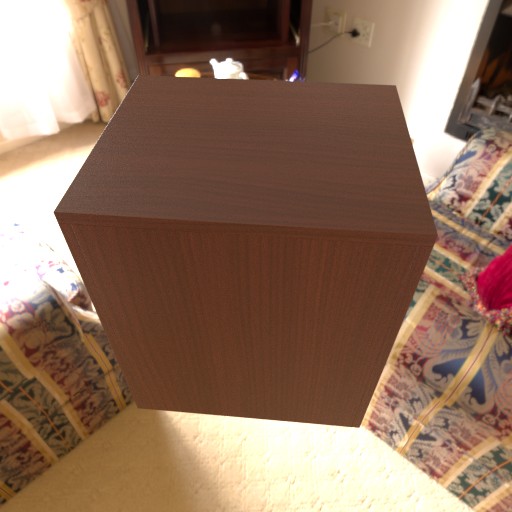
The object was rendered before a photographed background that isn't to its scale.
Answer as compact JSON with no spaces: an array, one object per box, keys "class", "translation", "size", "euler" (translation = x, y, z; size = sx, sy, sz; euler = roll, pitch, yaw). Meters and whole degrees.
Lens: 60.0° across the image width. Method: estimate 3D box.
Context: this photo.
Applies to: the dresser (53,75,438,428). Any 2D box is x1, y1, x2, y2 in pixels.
[{"class":"dresser","translation":[0.000,0.000,0.751],"size":[0.400,0.470,0.360],"euler":[4,46,4]}]
